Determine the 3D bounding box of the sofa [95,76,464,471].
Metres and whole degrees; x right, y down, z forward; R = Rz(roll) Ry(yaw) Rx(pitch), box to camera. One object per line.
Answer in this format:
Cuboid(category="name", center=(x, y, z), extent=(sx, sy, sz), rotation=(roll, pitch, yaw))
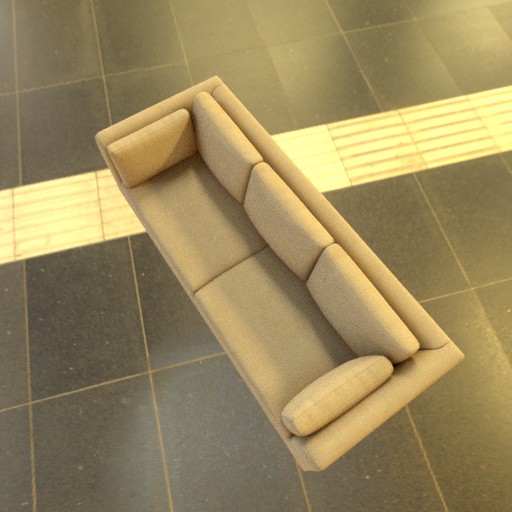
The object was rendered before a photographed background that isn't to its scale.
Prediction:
Cuboid(category="sofa", center=(0.000, 0.000, 2.868), extent=(0.969, 0.867, 2.415), rotation=(-32, 68, -14))
